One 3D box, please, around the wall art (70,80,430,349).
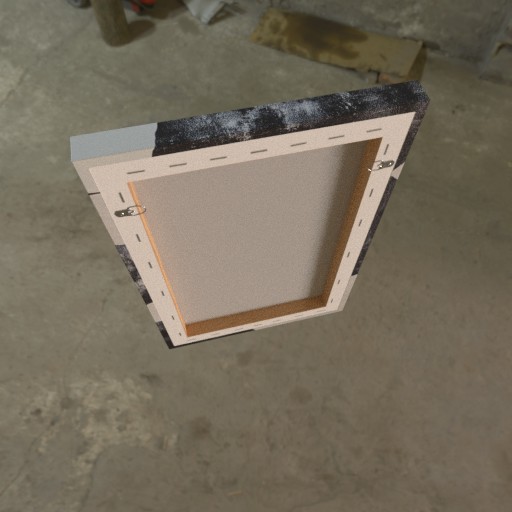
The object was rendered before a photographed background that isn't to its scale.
[{"bbox_3d":[0.000,0.000,0.760,0.407,0.610,0.039,-12,60,-7],"label":"wall art"}]
